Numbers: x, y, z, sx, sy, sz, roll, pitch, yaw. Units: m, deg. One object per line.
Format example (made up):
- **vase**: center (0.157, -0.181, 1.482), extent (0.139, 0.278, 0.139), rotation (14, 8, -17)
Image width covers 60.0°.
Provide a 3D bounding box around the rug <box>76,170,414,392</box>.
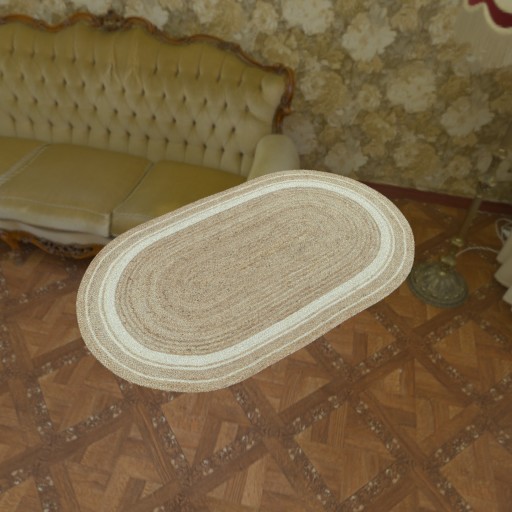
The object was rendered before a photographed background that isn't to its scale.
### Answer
- **rug**: center (0.000, 0.000, 3.063), extent (2.432, 0.006, 1.520), rotation (-26, 51, -23)
